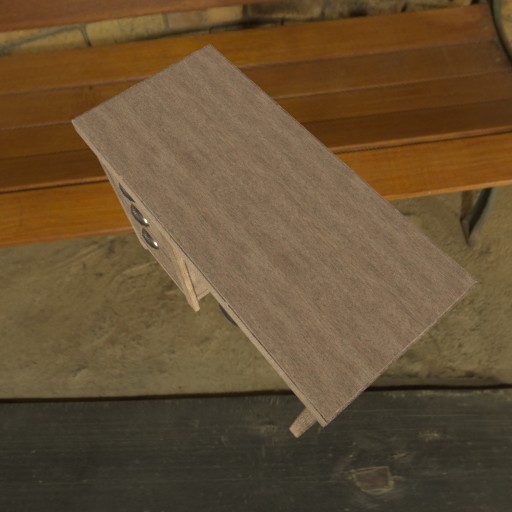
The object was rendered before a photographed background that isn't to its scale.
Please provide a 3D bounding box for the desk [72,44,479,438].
[{"bbox_3d":[0.000,0.000,1.814,0.610,0.912,1.289,-36,69,-16],"label":"desk"}]
